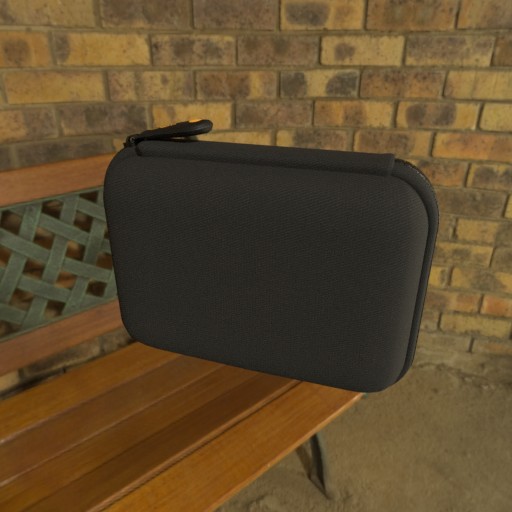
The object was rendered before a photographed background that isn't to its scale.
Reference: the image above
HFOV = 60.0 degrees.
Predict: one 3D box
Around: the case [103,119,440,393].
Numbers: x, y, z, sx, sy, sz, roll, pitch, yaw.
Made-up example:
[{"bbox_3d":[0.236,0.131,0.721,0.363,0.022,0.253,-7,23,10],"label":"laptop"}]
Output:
[{"bbox_3d":[0.000,0.000,0.180,0.132,0.105,0.038,8,26,16],"label":"case"}]
